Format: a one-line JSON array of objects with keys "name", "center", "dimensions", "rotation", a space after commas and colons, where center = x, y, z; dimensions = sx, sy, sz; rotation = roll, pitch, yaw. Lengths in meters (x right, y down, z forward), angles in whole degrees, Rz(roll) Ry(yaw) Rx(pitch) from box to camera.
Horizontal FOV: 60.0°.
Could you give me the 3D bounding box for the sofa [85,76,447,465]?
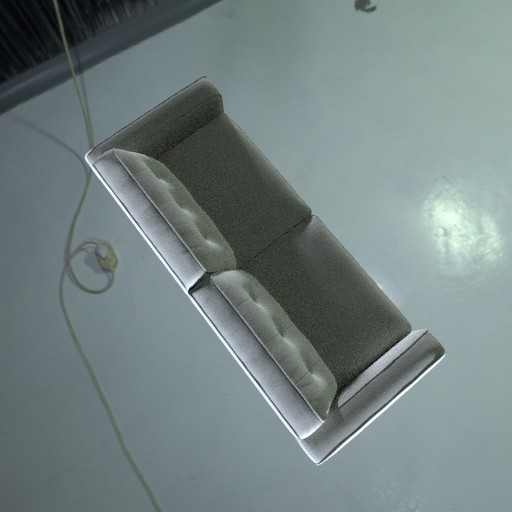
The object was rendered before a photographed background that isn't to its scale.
[{"name": "sofa", "center": [0.000, 0.000, 2.736], "dimensions": [0.956, 0.781, 2.270], "rotation": [-37, 78, -9]}]
